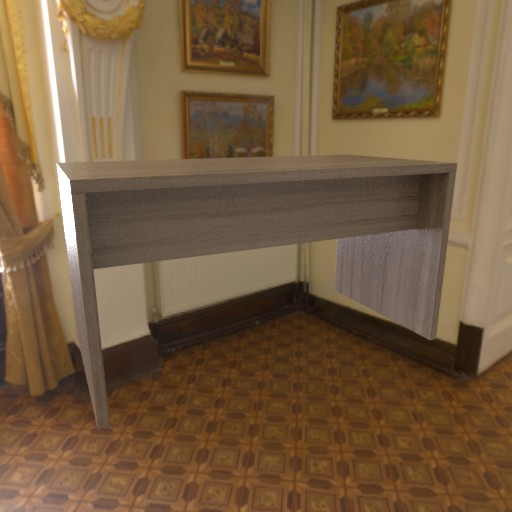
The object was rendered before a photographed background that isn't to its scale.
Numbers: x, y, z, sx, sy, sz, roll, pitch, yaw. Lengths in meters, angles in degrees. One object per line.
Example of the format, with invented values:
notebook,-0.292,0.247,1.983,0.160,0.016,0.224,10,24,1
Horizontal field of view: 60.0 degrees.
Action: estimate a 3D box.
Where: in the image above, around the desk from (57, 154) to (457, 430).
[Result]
desk,0.000,0.000,1.807,1.380,0.745,0.690,-8,17,-25
